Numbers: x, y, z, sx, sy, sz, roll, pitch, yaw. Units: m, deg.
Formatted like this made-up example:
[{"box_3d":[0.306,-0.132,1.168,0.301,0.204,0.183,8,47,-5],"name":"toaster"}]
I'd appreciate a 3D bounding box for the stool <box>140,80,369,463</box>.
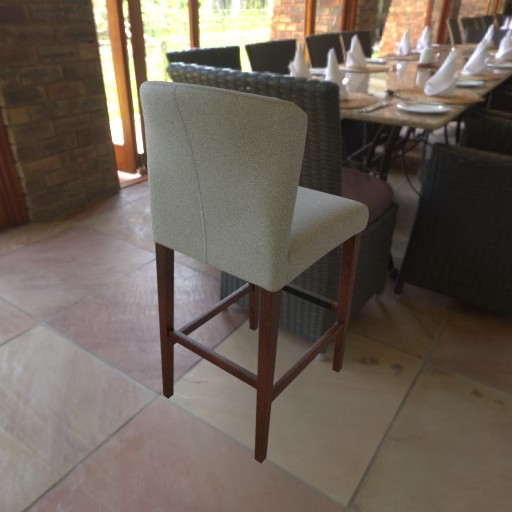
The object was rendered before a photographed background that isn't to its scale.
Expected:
[{"box_3d":[0.000,0.000,1.379,0.479,1.069,0.568,21,35,33],"name":"stool"}]
